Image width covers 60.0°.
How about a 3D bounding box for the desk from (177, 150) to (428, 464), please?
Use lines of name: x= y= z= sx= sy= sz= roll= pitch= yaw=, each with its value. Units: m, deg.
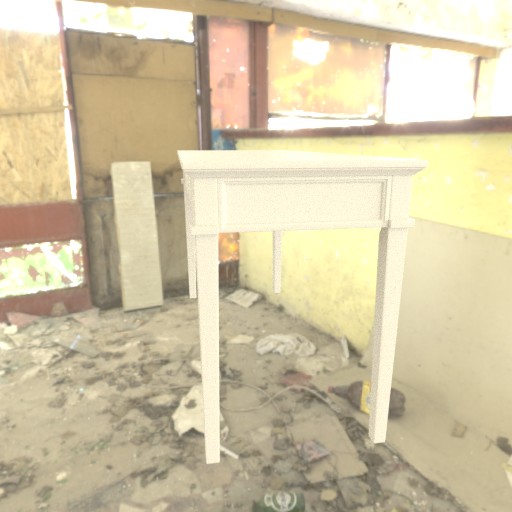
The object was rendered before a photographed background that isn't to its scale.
desk: x=0.000 y=0.000 z=1.719 sx=0.559 sy=0.774 sz=1.372 roll=-3 pitch=15 yaw=-10
